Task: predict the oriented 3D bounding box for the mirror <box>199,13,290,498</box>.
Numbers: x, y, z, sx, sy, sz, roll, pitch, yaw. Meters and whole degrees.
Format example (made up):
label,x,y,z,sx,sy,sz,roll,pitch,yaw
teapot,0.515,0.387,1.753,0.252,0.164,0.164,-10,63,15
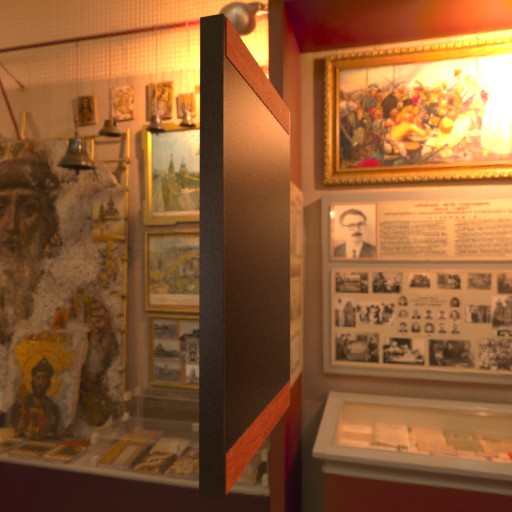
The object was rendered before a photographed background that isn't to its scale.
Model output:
label,x,y,z,sx,sy,sz,roll,pitch,yaw
mirror,0.000,0.000,1.008,0.047,0.823,0.525,0,-1,17
